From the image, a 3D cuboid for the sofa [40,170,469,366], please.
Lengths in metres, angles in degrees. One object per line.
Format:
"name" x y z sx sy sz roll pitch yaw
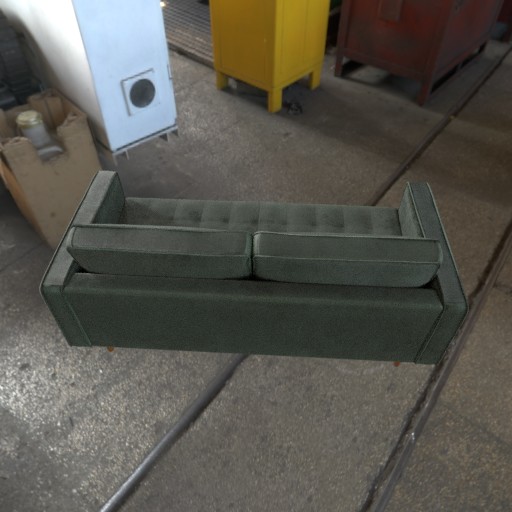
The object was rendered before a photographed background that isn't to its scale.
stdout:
"sofa" 0.000 0.000 2.257 1.816 0.781 0.886 2 47 2
